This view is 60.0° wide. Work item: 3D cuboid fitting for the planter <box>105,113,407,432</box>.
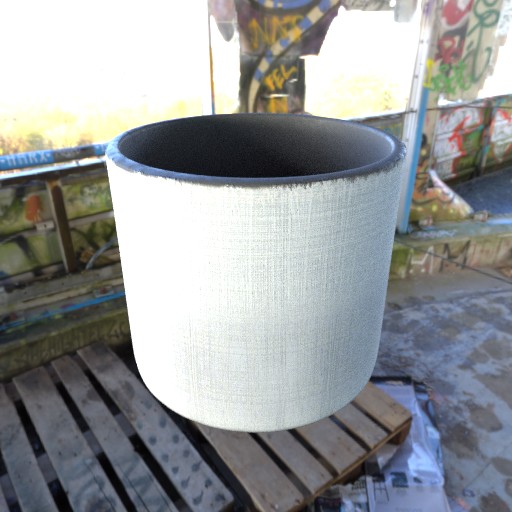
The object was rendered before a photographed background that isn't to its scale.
[{"bbox_3d":[0.000,0.000,0.377,0.221,0.201,0.221,0,27,0],"label":"planter"}]
